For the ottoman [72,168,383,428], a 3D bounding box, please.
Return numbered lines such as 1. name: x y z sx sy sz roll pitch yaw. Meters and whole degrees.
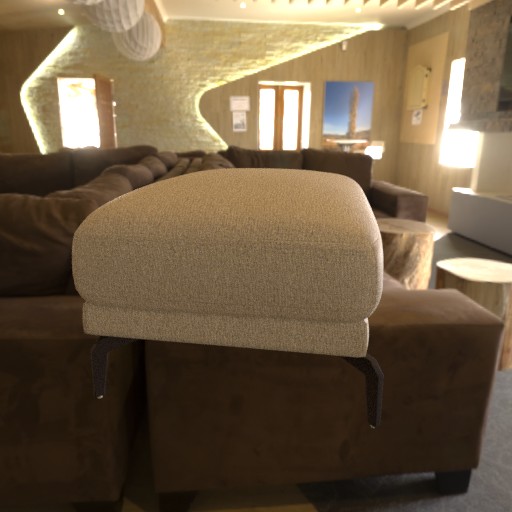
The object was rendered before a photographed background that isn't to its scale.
1. ottoman: 0.000 0.000 1.107 0.568 0.420 0.772 3 16 10
